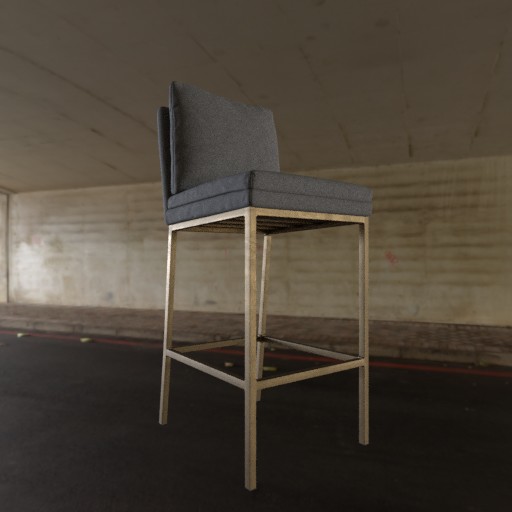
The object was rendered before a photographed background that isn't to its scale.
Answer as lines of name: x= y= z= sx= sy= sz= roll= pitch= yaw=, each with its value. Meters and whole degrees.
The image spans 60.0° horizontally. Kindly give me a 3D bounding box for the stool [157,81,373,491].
stool: x=0.000 y=0.000 z=1.412 sx=0.463 sy=1.130 sz=0.569 roll=0 pitch=0 yaw=-37
